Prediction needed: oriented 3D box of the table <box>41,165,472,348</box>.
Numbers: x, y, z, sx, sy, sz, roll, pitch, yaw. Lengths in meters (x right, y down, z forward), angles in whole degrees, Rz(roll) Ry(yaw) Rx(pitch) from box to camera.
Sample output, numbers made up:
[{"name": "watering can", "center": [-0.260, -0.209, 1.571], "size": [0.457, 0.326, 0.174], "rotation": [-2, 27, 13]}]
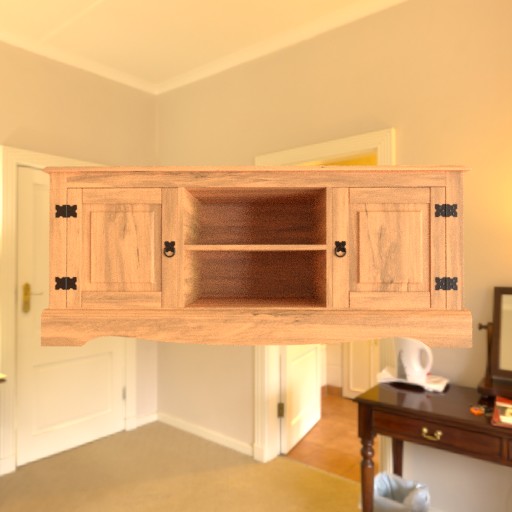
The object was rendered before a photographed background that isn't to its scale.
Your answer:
[{"name": "table", "center": [0.000, 0.000, 1.434], "size": [1.200, 0.510, 0.400], "rotation": [0, -1, 1]}]
